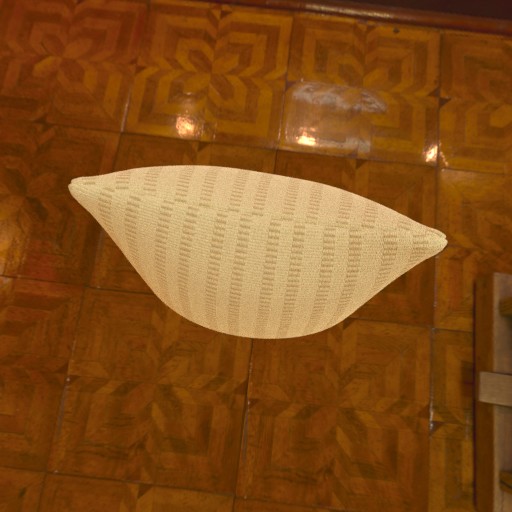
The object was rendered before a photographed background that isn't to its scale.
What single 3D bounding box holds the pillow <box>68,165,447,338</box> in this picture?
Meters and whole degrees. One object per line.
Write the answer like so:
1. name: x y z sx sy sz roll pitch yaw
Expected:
1. pillow: 0.000 0.000 0.695 0.438 0.419 0.247 9 76 2
